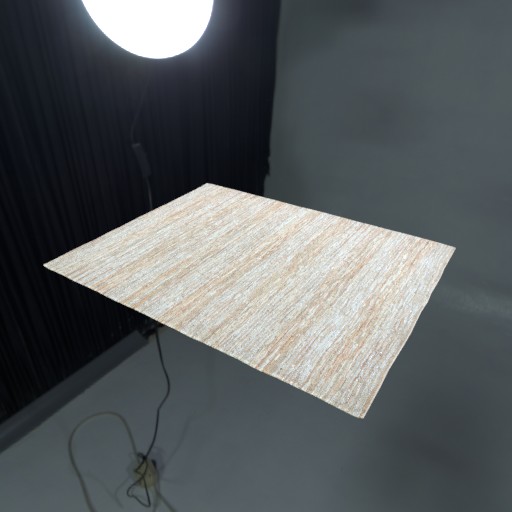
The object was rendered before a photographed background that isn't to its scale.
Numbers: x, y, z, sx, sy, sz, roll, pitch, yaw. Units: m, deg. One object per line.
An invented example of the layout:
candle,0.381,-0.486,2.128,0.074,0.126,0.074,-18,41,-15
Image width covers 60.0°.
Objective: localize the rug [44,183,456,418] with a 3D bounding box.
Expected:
rug,0.000,0.000,3.965,2.939,0.009,2.313,19,35,28
